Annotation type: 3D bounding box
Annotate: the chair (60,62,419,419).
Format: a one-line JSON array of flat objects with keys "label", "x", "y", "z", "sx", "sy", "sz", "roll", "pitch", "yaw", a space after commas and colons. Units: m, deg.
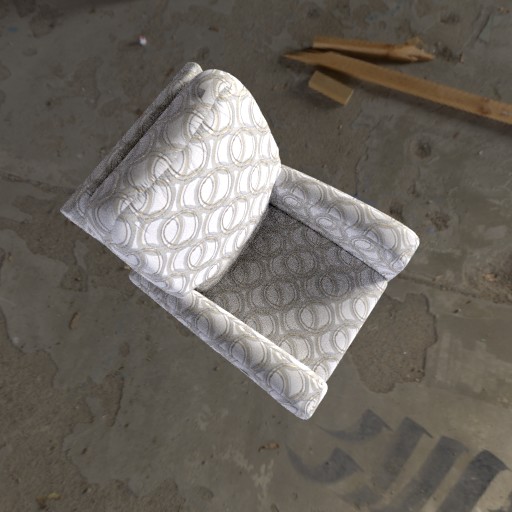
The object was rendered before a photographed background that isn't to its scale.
[{"label": "chair", "x": 0.000, "y": 0.000, "z": 1.721, "sx": 0.995, "sy": 1.065, "sz": 0.796, "roll": 34, "pitch": 78, "yaw": 9}]
